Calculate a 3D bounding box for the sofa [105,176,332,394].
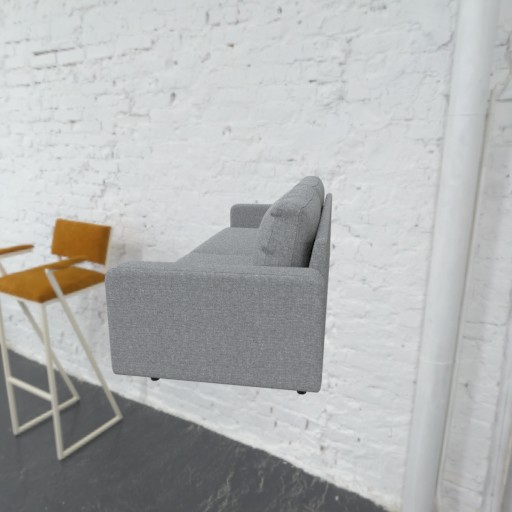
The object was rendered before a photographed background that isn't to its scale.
[{"bbox_3d":[0.000,0.000,2.712,0.880,0.880,2.200,2,13,10],"label":"sofa"}]
